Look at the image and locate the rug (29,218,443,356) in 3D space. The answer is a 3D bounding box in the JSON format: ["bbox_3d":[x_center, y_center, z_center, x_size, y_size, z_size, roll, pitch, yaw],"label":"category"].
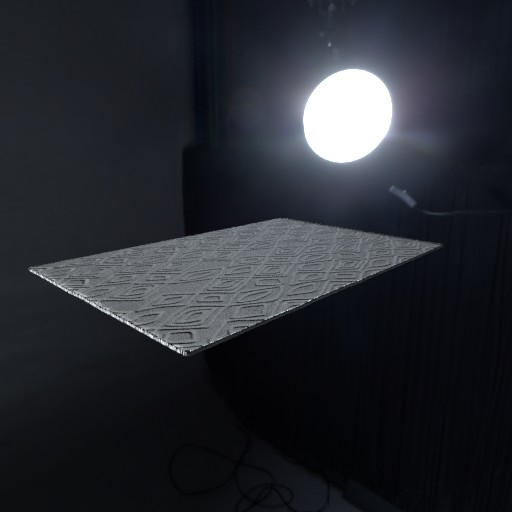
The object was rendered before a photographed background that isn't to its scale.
[{"bbox_3d":[0.000,0.000,2.309,1.224,0.016,1.832,14,21,42],"label":"rug"}]
